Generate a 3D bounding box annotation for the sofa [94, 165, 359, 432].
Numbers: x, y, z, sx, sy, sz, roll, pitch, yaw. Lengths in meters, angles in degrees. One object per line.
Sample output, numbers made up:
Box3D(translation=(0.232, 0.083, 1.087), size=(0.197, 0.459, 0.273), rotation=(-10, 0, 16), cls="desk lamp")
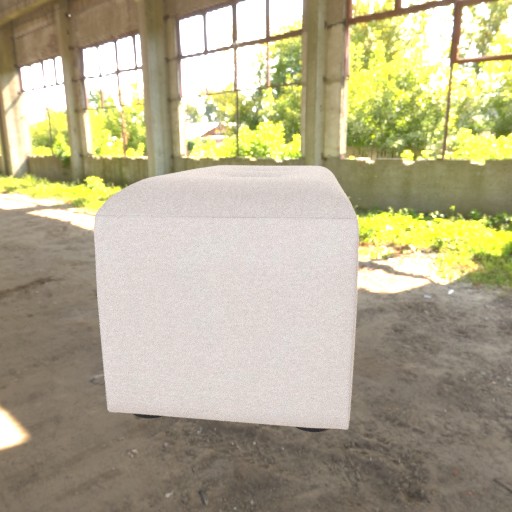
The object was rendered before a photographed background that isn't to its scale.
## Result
Box3D(translation=(0.000, 0.000, 1.223), size=(0.480, 0.470, 0.930), rotation=(2, 14, 7), cls="sofa")
